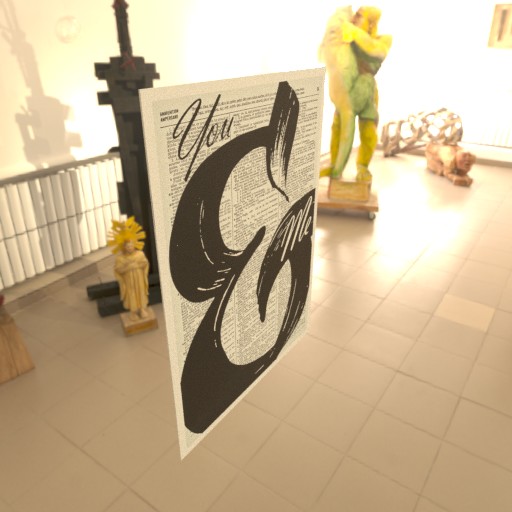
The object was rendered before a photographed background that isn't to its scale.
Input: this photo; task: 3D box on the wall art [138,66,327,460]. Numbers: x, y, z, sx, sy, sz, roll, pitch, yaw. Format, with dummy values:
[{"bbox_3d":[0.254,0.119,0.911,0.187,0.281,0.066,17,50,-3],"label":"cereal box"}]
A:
[{"bbox_3d":[0.000,0.000,0.803,0.003,0.609,0.457,18,32,31],"label":"wall art"}]
